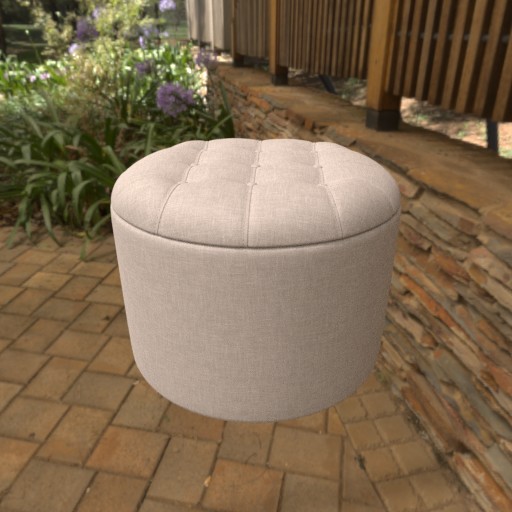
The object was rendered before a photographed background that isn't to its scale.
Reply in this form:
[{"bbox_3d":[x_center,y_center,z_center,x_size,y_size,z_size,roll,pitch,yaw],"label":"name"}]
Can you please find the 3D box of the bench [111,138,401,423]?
[{"bbox_3d":[0.000,0.000,1.014,0.600,0.453,0.600,0,26,0],"label":"bench"}]
